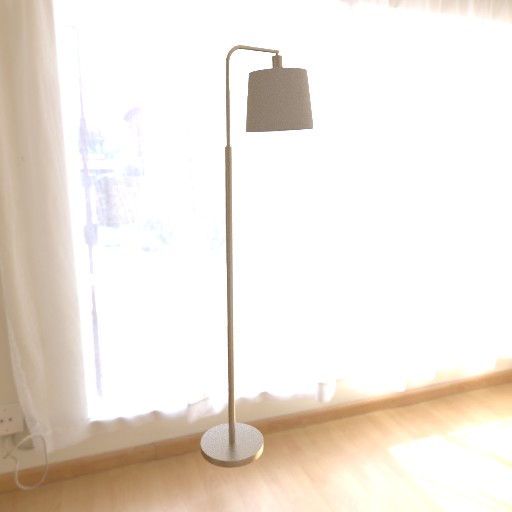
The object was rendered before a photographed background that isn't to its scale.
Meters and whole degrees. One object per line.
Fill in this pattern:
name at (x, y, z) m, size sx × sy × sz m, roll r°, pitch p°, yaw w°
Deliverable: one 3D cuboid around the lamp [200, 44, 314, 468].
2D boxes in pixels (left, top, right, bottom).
lamp at (0.000, 0.000, 1.664) m, size 0.508 × 1.478 × 0.254 m, roll -12°, pitch 16°, yaw -44°
